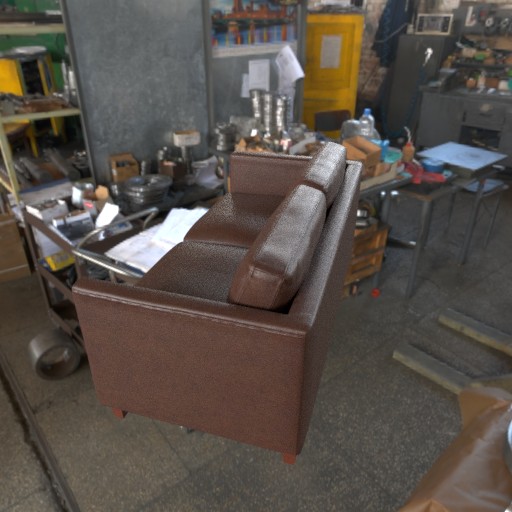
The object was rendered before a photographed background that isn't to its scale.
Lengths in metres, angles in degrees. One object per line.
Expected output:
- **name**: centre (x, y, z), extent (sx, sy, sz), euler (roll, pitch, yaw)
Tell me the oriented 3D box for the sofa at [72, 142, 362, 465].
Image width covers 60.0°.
- **sofa**: centre (0.000, 0.000, 2.462), extent (0.951, 0.933, 1.883), euler (9, 31, 15)
